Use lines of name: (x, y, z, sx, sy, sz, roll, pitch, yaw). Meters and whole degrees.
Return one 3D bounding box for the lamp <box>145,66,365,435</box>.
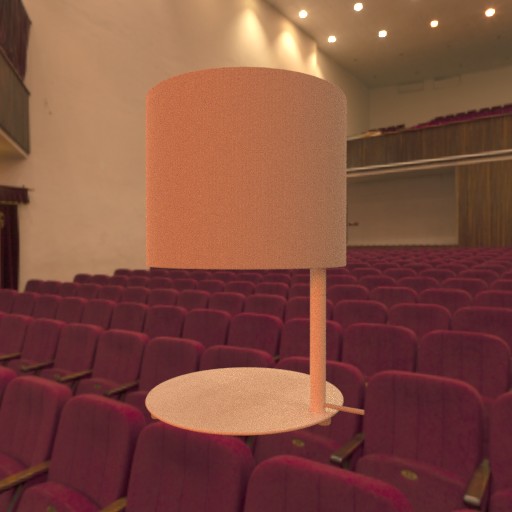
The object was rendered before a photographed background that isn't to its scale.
lamp: (0.000, 0.000, 0.668, 0.341, 0.454, 0.299, 1, 1, 36)
